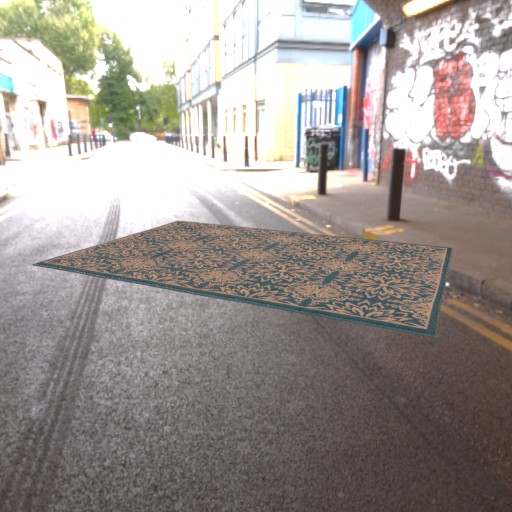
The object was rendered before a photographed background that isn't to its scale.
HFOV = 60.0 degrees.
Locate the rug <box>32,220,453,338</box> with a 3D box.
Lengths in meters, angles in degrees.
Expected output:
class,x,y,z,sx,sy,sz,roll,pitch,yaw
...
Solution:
class,x,y,z,sx,sy,sz,roll,pitch,yaw
rug,0.000,0.000,2.300,1.833,0.012,1.211,7,17,24
